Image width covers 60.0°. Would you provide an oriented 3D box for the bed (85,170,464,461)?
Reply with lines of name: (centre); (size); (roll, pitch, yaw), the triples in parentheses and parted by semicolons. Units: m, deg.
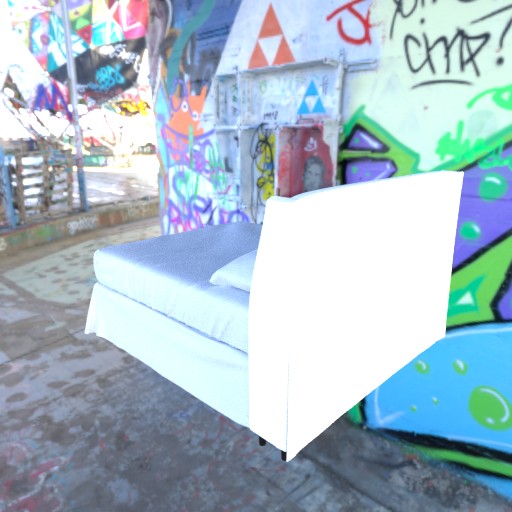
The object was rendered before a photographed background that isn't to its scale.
bed: (0.000, 0.000, 3.390); (2.276, 1.332, 1.925); (15, 22, 42)
